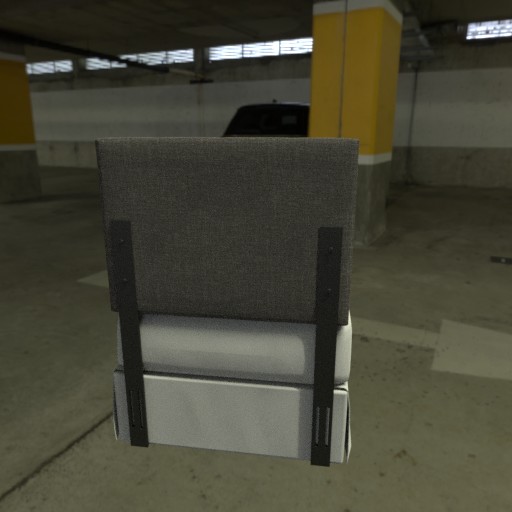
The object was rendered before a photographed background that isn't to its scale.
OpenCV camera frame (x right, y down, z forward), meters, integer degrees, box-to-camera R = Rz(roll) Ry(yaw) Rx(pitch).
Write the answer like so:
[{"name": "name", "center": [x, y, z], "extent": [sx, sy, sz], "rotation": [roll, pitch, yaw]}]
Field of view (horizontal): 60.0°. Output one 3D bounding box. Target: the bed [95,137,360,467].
[{"name": "bed", "center": [0.000, 0.000, 2.985], "extent": [1.261, 1.571, 1.997], "rotation": [2, 16, 8]}]
